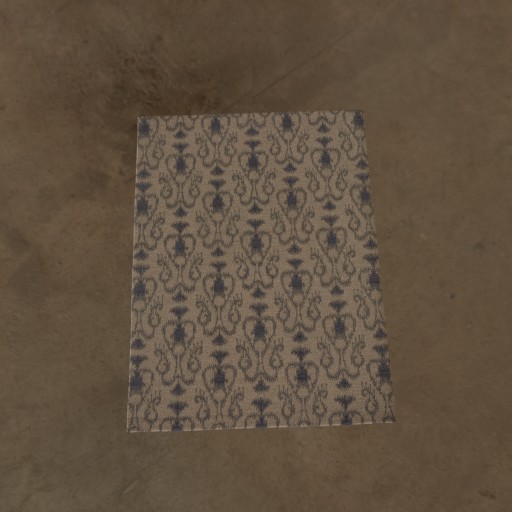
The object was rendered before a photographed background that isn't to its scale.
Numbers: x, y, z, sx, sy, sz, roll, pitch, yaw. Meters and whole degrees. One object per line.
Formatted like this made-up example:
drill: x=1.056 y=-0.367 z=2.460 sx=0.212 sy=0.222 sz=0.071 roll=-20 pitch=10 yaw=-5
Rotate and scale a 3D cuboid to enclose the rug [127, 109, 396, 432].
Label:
rug: x=0.000 y=0.000 z=4.392 sx=2.437 sy=0.015 sz=3.205 roll=-2 pitch=76 yaw=0
